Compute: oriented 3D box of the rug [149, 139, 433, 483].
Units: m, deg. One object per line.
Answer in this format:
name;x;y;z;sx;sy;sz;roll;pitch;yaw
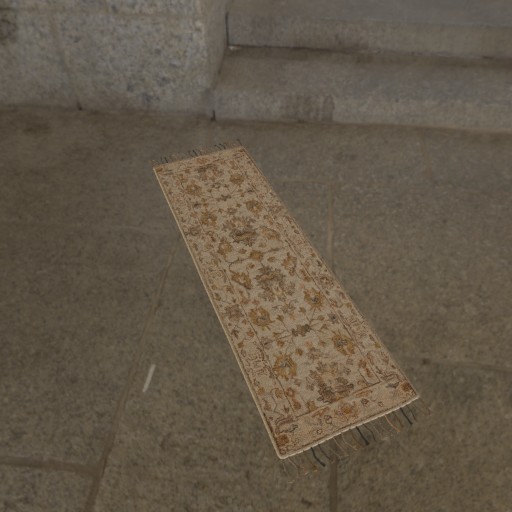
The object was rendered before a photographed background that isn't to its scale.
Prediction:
rug;0.000;0.000;2.661;0.729;0.021;2.438;-17;50;-15
